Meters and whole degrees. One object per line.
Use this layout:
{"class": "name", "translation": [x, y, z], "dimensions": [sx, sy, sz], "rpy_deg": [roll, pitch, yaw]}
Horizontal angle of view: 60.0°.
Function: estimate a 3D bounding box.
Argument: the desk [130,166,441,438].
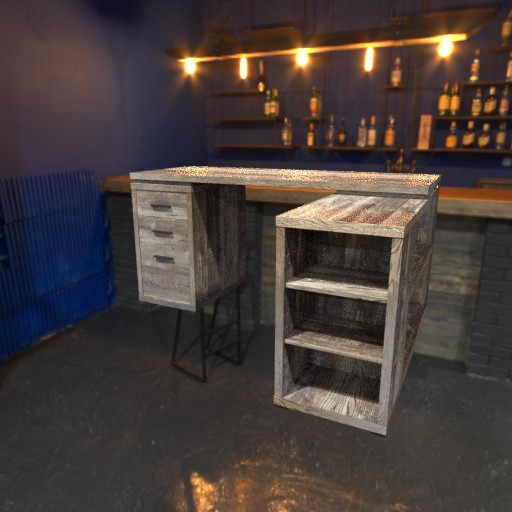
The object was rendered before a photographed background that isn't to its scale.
{"class": "desk", "translation": [0.000, 0.000, 2.175], "dimensions": [1.524, 0.753, 1.200], "rpy_deg": [7, 17, 25]}
